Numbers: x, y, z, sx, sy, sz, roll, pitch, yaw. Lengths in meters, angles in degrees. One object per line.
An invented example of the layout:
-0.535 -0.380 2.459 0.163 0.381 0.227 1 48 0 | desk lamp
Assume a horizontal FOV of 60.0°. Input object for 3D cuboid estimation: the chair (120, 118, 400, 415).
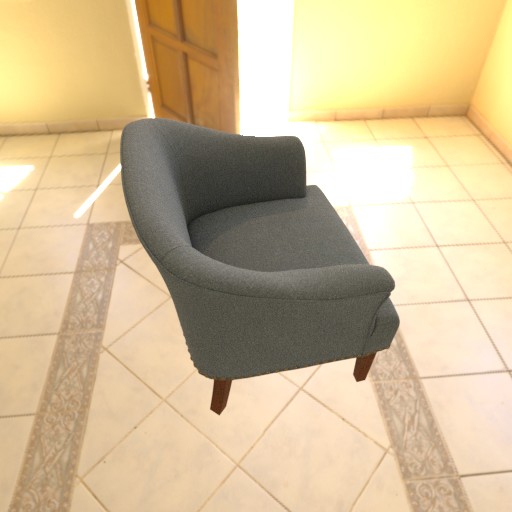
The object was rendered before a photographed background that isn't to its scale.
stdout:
0.000 0.000 1.457 0.704 0.815 0.798 -11 45 -11 | chair
